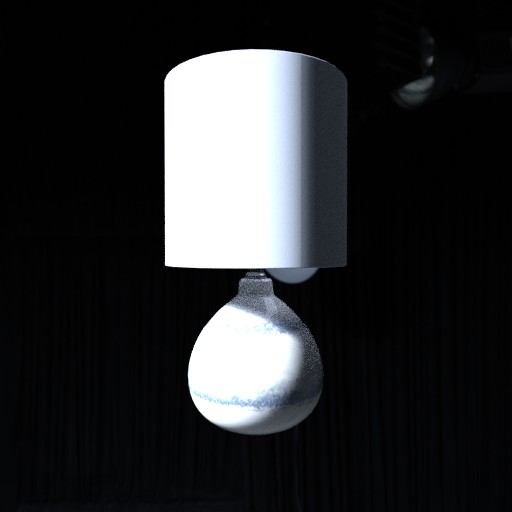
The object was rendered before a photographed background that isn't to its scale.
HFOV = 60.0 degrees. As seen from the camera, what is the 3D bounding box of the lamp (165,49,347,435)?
[{"bbox_3d":[0.000,0.000,0.541,0.216,0.404,0.216,0,1,0],"label":"lamp"}]
